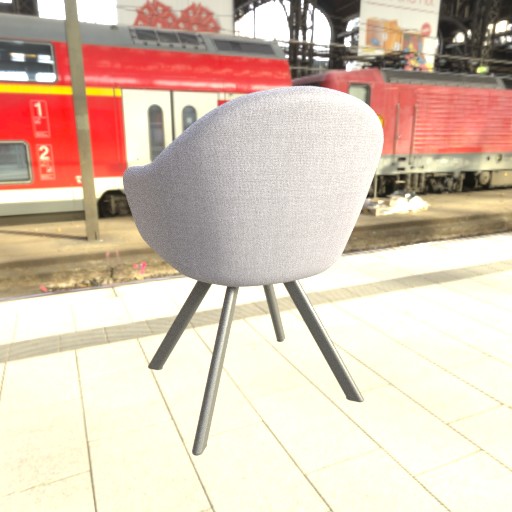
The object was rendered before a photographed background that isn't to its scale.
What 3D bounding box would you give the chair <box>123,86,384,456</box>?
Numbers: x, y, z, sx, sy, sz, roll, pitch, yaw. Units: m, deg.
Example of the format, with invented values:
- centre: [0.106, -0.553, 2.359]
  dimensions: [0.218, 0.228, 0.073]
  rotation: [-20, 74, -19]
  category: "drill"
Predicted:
- centre: [0.000, 0.000, 1.163]
  dimensions: [0.590, 0.795, 0.550]
  rotation: [-7, 17, -25]
  category: "chair"
